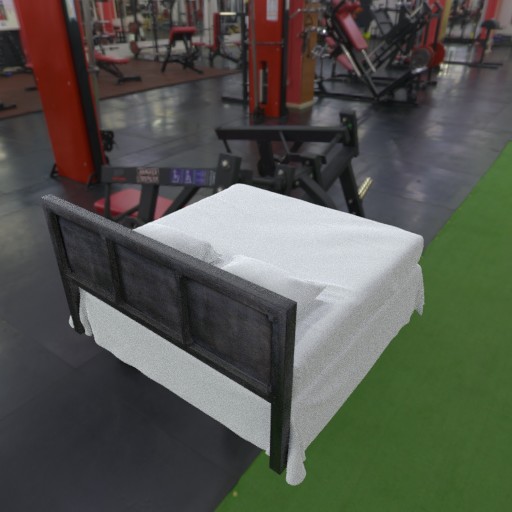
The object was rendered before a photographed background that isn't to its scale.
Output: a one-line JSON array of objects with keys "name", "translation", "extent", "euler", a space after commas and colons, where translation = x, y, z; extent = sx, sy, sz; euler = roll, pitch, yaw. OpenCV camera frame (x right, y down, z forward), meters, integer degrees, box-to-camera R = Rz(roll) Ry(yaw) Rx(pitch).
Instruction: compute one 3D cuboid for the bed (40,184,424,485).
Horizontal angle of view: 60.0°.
[{"name": "bed", "translation": [0.000, 0.000, 3.443], "extent": [2.255, 1.158, 2.165], "euler": [22, 36, 32]}]
